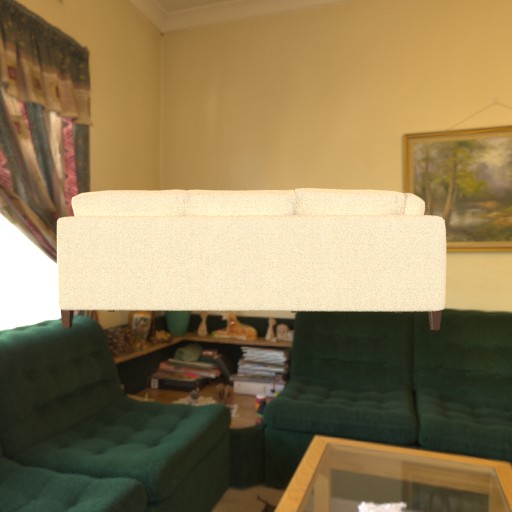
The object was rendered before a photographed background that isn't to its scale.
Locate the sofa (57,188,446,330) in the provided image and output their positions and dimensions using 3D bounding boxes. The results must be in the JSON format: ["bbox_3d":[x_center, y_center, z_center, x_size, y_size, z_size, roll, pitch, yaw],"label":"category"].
[{"bbox_3d":[0.000,0.000,4.514,2.593,0.947,3.302,0,0,2],"label":"sofa"}]
